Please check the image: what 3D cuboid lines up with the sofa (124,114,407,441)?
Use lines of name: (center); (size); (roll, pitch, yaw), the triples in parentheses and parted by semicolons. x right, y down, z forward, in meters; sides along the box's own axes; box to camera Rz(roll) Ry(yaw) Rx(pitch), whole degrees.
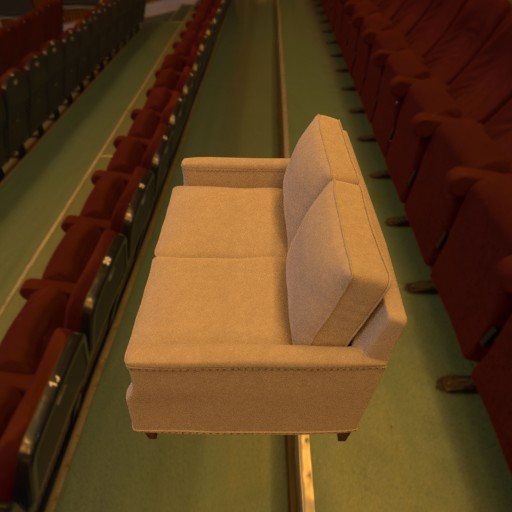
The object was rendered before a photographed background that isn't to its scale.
sofa: (0.000, 0.000, 2.314); (1.084, 1.002, 1.597); (0, 41, 1)
